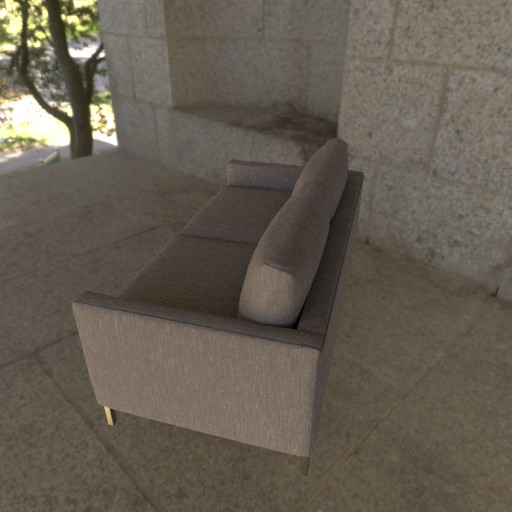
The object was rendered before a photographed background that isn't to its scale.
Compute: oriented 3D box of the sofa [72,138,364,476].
[{"bbox_3d":[0.000,0.000,2.172,0.875,0.840,1.682,8,31,14],"label":"sofa"}]
